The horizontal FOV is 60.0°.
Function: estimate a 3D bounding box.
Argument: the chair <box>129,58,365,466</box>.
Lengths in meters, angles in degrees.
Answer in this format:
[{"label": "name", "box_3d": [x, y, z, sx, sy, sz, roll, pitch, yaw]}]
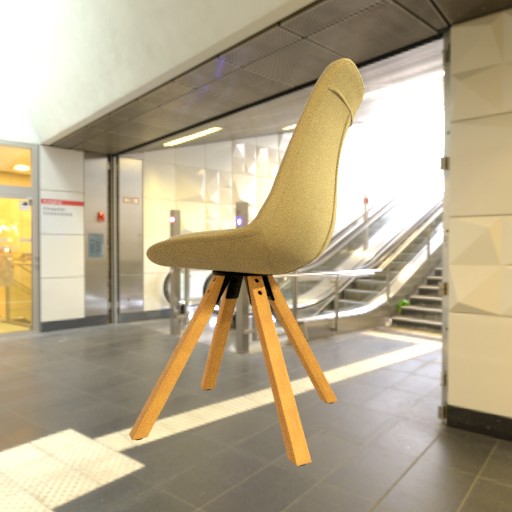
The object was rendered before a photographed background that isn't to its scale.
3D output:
[{"label": "chair", "box_3d": [0.000, 0.000, 1.164, 0.549, 0.863, 0.474, 0, 1, 19]}]
